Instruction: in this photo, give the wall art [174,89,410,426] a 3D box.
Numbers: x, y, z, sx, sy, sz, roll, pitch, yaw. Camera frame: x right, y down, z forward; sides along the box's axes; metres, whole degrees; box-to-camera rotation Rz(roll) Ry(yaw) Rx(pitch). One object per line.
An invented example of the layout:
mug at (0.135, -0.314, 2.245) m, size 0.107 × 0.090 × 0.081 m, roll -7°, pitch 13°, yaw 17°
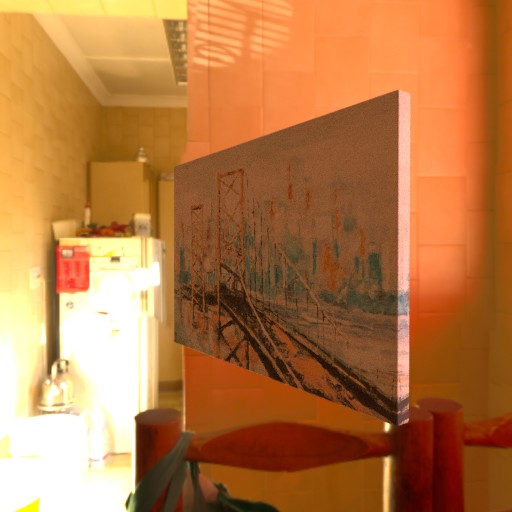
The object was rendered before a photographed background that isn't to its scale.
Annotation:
wall art at (0.000, 0.000, 1.176) m, size 0.038 × 0.609 × 0.913 m, roll -1°, pitch 1°, yaw -36°
